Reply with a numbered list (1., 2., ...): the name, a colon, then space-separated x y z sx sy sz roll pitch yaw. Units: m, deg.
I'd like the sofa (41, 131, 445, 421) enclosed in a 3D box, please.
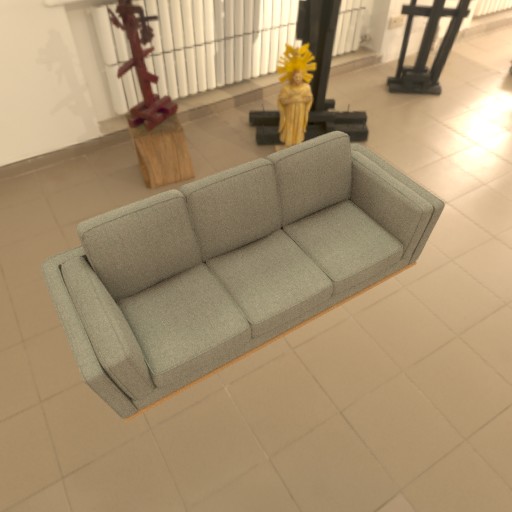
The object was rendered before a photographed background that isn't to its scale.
1. sofa: 0.000 0.000 2.832 2.362 0.899 0.903 -24 51 -21
